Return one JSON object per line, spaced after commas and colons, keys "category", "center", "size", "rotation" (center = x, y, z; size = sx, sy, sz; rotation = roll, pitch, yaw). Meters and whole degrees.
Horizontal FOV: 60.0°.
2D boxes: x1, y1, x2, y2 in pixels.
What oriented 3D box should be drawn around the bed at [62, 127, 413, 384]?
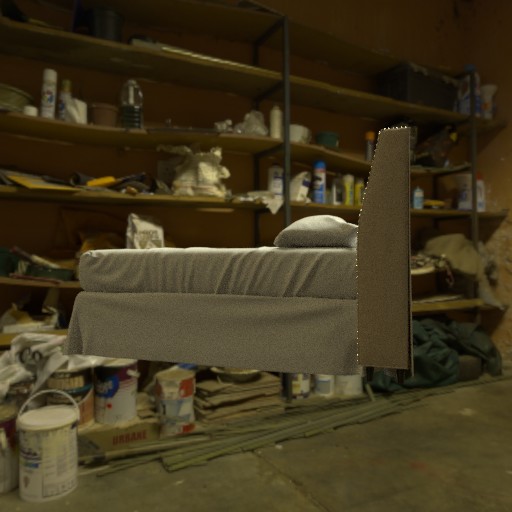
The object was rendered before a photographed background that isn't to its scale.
{"category": "bed", "center": [0.000, 0.000, 3.474], "size": [2.276, 1.332, 1.925], "rotation": [0, 0, 18]}
